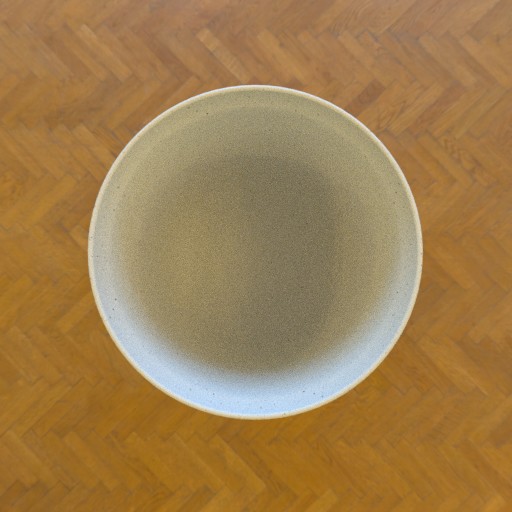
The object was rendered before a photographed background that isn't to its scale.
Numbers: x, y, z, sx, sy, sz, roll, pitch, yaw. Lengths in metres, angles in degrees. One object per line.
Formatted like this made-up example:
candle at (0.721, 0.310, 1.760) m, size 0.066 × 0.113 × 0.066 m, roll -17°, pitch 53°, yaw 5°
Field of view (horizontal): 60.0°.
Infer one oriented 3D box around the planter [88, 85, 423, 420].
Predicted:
planter at (0.000, 0.000, 0.375) m, size 0.204 × 0.214 × 0.204 m, roll 0°, pitch 88°, yaw 0°
